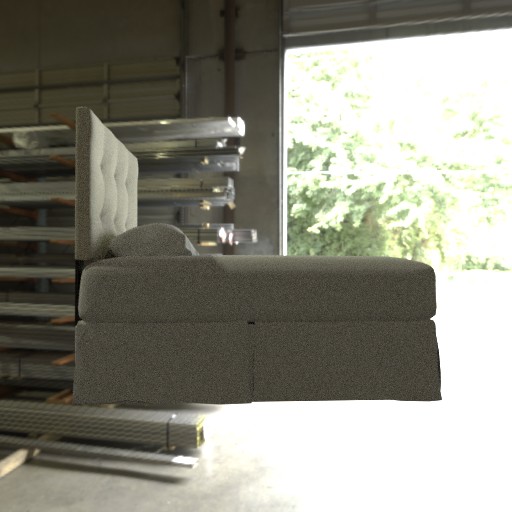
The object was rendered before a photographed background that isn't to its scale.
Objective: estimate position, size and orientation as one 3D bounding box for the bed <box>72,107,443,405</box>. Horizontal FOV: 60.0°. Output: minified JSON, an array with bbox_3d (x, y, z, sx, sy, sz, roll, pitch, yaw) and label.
[{"bbox_3d":[0.000,0.000,2.934,1.997,1.571,1.261,0,-1,-3],"label":"bed"}]
